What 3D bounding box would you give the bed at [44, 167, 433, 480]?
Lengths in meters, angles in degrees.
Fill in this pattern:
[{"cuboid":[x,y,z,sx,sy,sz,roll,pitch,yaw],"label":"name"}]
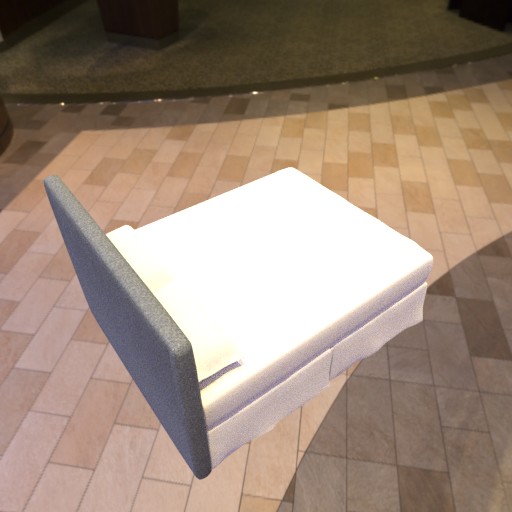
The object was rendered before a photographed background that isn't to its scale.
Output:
[{"cuboid":[0.000,0.000,3.154,2.142,1.330,1.723,-27,48,-27],"label":"bed"}]
